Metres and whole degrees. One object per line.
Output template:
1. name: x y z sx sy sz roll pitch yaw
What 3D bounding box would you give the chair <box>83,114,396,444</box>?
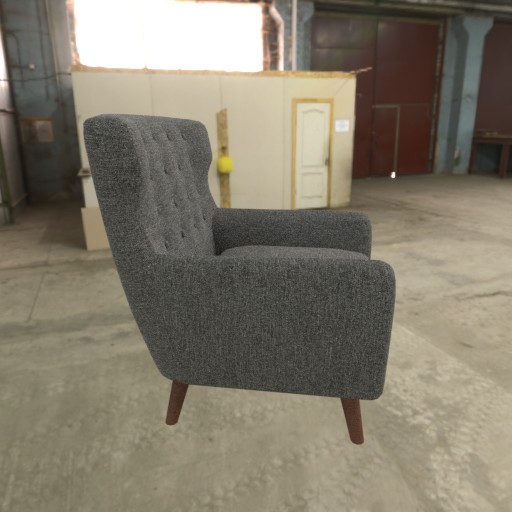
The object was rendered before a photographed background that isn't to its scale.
1. chair: 0.000 0.000 1.708 0.940 1.039 0.889 2 17 8
